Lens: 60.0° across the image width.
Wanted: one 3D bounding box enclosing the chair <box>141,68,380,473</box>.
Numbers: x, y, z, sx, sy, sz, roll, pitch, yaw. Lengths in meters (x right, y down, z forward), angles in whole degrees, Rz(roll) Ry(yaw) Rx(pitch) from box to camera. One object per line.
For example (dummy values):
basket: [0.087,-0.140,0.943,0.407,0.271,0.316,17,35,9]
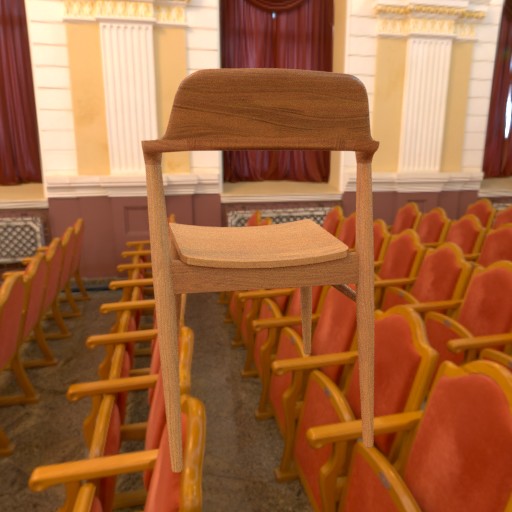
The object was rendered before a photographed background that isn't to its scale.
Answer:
chair: [0.000,0.000,1.104,0.512,0.792,0.499,-2,13,-11]
